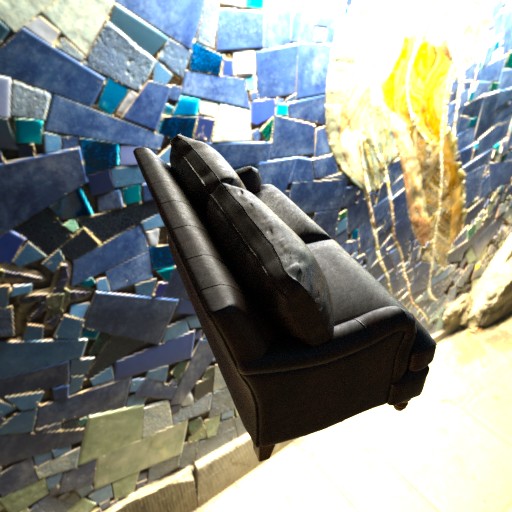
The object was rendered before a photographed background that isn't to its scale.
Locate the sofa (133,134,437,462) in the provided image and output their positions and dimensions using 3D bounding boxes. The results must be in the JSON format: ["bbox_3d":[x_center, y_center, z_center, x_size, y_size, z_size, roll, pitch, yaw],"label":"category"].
[{"bbox_3d":[0.000,0.000,2.810,1.147,1.071,2.144,-11,33,-18],"label":"sofa"}]
